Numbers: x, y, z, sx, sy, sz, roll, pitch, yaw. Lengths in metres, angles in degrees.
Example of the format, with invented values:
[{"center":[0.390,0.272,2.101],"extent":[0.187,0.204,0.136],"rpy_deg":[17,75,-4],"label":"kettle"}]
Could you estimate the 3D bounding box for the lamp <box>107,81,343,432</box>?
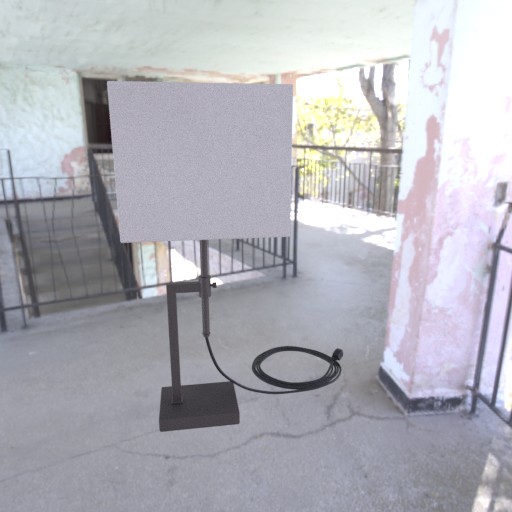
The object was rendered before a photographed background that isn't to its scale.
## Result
[{"center":[0.000,0.000,0.962],"extent":[0.504,0.660,0.399],"rpy_deg":[-2,16,-9],"label":"lamp"}]
